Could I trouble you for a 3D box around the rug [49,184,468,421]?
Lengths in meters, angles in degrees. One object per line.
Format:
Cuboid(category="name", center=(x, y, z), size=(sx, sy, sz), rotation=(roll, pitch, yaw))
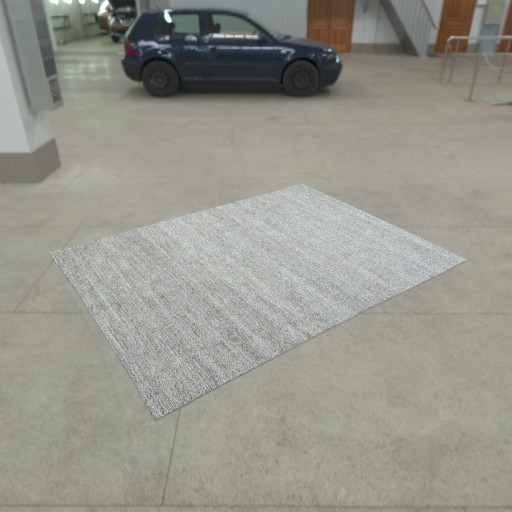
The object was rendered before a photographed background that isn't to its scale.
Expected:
Cuboid(category="rug", center=(0.000, 0.000, 4.234), size=(3.202, 0.045, 2.434), rotation=(-19, 35, -30))
